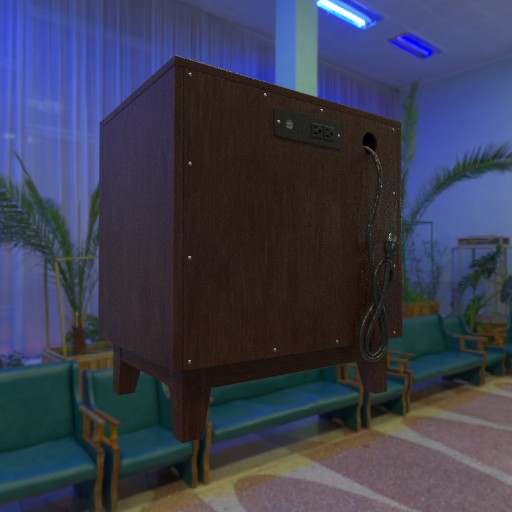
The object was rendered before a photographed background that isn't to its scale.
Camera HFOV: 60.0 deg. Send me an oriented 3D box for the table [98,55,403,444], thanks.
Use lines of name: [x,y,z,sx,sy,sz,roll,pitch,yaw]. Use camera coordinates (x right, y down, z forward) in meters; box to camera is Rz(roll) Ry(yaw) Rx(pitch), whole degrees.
table: [0.000,0.000,0.983,0.557,0.609,0.449,1,-1,-35]
